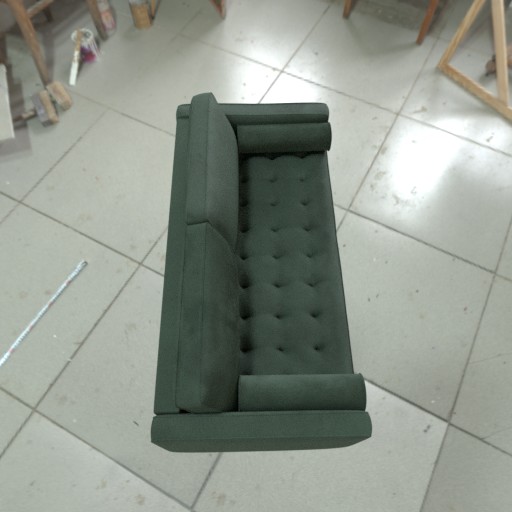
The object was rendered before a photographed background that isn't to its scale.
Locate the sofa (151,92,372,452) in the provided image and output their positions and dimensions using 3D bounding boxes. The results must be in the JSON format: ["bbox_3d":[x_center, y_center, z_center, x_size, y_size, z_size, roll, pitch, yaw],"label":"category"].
[{"bbox_3d":[0.000,0.000,2.357,0.916,0.772,1.880,-1,63,-1],"label":"sofa"}]
